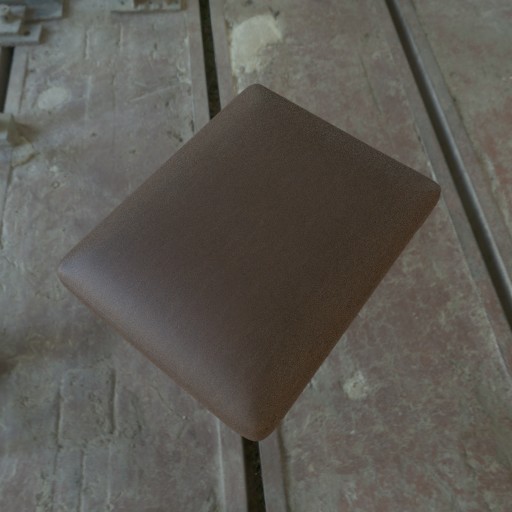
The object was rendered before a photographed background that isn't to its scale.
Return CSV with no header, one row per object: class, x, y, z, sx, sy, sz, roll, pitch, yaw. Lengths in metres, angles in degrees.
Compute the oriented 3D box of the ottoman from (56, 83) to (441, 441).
ottoman,0.000,0.000,1.227,0.635,0.508,0.787,35,69,16
